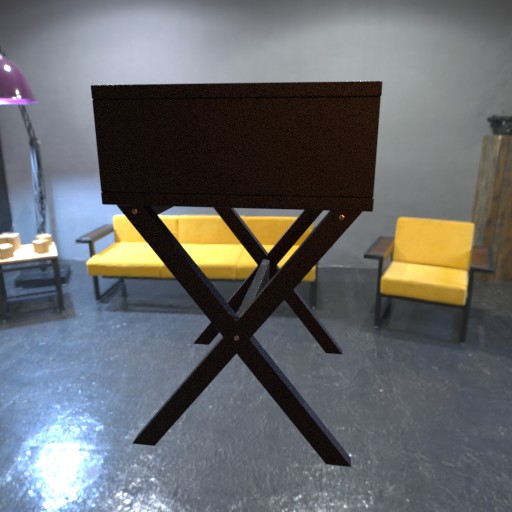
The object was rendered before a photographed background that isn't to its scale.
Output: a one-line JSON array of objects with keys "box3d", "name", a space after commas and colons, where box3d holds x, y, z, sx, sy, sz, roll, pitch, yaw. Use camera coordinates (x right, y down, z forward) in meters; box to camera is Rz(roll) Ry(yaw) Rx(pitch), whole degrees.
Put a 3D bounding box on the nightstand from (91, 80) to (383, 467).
[{"box3d": [0.000, 0.000, 0.911, 0.402, 0.623, 0.479, 2, 16, 8], "name": "nightstand"}]
